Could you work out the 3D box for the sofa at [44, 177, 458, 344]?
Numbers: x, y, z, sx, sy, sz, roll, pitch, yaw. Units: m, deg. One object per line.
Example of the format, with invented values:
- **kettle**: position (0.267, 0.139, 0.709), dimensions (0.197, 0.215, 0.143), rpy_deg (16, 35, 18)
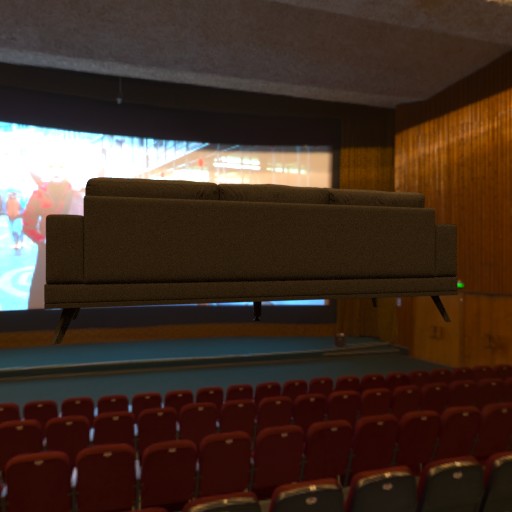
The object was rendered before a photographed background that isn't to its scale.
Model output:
- **sofa**: position (0.000, 0.000, 2.781), dimensions (2.310, 0.810, 0.920), rpy_deg (0, 0, -17)
